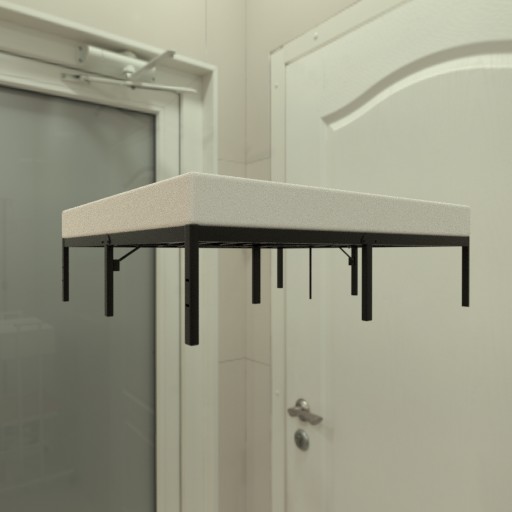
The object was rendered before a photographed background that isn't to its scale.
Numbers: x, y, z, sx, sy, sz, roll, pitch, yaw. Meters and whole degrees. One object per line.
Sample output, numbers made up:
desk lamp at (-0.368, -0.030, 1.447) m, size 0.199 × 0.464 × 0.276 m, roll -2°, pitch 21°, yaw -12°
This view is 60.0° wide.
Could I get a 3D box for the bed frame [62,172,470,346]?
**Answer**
bed frame at (0.000, 0.000, 3.056) m, size 2.079 × 0.659 × 1.963 m, roll 0°, pitch 0°, yaw -37°
